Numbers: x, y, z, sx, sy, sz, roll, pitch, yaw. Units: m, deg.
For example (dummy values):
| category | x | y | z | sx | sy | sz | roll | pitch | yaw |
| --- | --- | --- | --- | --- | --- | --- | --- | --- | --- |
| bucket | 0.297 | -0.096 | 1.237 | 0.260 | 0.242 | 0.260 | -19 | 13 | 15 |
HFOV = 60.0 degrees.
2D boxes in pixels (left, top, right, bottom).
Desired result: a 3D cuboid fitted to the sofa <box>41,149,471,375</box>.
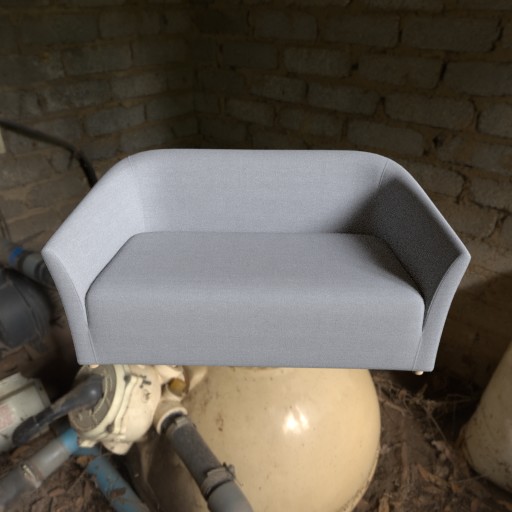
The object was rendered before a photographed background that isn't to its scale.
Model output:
| category | x | y | z | sx | sy | sz | roll | pitch | yaw |
| --- | --- | --- | --- | --- | --- | --- | --- | --- | --- |
| sofa | 0.000 | 0.000 | 1.886 | 1.452 | 0.721 | 0.705 | 1 | 31 | 1 |
